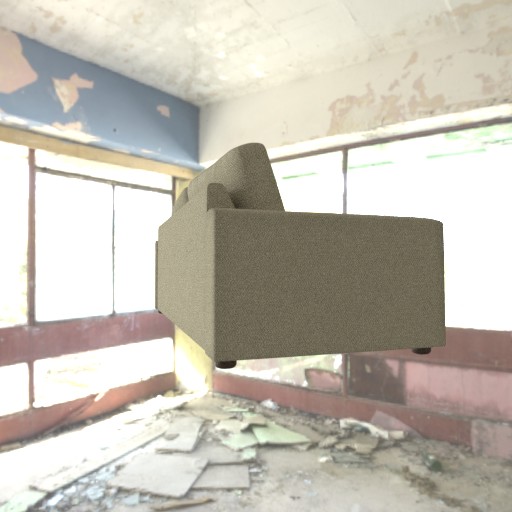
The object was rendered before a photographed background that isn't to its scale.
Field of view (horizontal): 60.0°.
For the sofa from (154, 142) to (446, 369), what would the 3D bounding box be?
[{"bbox_3d":[0.000,0.000,2.711,1.016,0.873,2.179,0,-2,-18],"label":"sofa"}]
